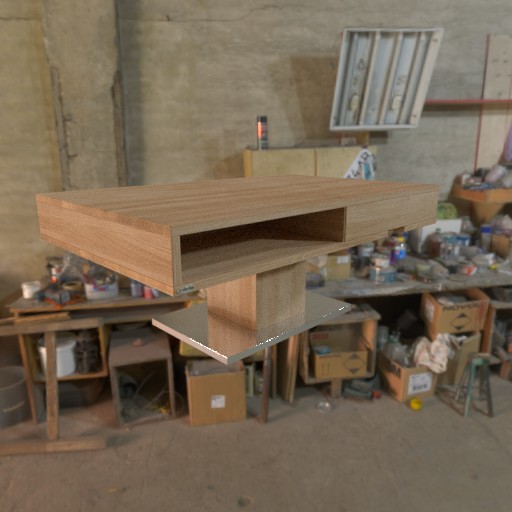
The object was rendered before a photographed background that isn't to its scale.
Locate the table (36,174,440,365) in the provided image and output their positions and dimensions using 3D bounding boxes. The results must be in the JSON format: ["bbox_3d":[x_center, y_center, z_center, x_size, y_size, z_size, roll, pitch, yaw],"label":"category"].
[{"bbox_3d":[0.000,0.000,1.465,1.100,0.440,0.700,-14,20,-42],"label":"table"}]
